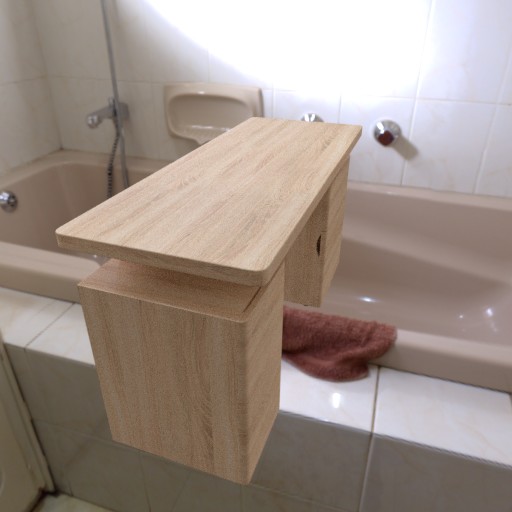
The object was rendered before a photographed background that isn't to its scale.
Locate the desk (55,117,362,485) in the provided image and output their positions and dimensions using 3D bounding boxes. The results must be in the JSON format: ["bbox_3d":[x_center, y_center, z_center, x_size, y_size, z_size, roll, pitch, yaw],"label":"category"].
[{"bbox_3d":[0.000,0.000,1.751,0.550,0.760,1.400,10,31,17],"label":"desk"}]
